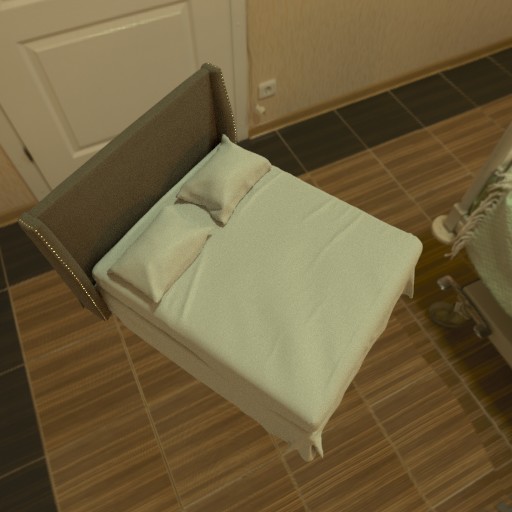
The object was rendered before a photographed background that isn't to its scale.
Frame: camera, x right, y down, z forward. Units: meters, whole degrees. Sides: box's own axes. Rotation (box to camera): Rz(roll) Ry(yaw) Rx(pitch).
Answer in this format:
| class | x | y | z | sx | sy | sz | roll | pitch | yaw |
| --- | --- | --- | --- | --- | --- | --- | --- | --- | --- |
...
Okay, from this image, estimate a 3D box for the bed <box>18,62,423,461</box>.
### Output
| class | x | y | z | sx | sy | sz | roll | pitch | yaw |
| --- | --- | --- | --- | --- | --- | --- | --- | --- | --- |
| bed | 0.000 | 0.000 | 3.323 | 2.276 | 1.332 | 1.925 | 30 | 63 | 17 |
